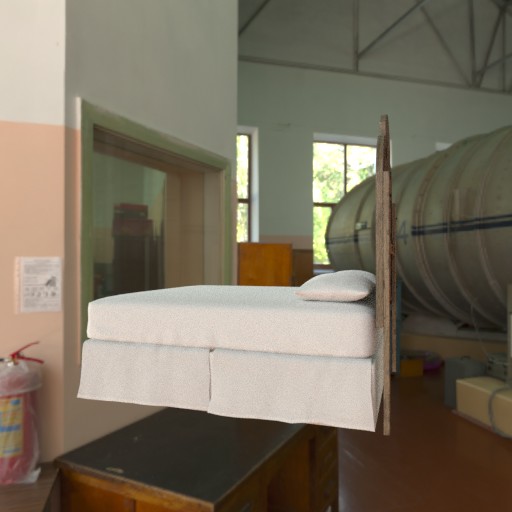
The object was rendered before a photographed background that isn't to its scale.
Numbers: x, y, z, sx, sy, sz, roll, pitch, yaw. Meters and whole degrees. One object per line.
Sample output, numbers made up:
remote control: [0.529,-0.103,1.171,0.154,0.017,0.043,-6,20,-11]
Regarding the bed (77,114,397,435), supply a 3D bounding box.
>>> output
bed: [0.000,0.000,3.570,2.138,2.019,1.713,0,-1,19]
